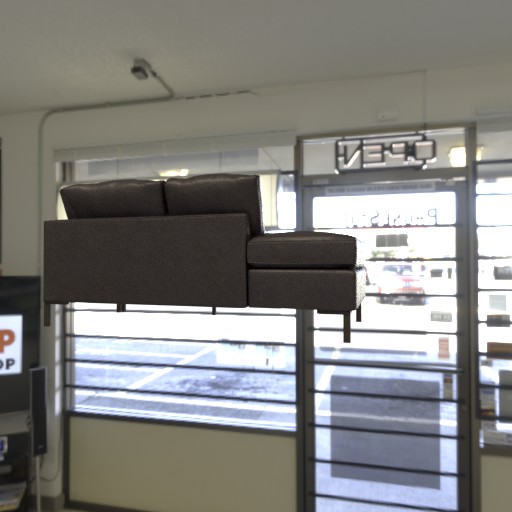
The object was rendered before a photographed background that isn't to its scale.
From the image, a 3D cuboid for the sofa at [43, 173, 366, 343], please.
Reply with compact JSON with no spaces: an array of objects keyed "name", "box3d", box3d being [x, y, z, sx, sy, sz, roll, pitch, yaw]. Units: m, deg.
[{"name":"sofa","box3d":[0.000,0.000,3.869,1.939,0.900,2.956,0,-1,17]}]
